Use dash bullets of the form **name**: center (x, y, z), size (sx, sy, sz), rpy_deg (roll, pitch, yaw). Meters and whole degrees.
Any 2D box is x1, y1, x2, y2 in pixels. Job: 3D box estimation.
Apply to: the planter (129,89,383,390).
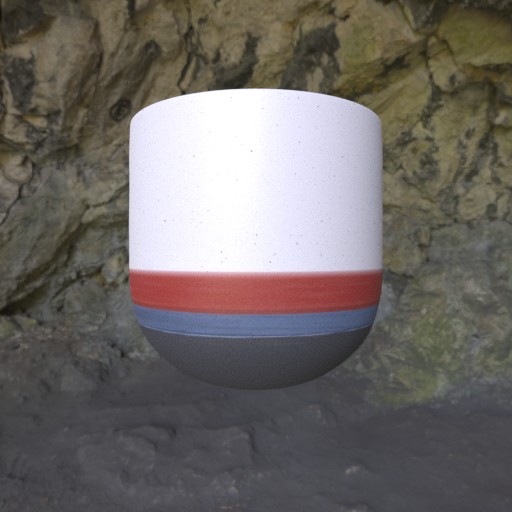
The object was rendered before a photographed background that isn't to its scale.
- **planter**: center (0.000, 0.000, 0.487), size (0.268, 0.270, 0.268), rpy_deg (0, 0, 0)
